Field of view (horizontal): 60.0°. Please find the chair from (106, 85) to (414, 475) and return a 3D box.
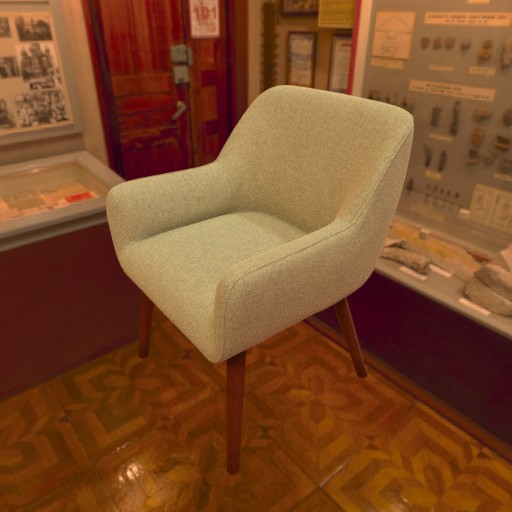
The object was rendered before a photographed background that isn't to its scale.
[{"bbox_3d":[0.000,0.000,1.243,0.610,0.813,0.610,-21,36,-32],"label":"chair"}]
